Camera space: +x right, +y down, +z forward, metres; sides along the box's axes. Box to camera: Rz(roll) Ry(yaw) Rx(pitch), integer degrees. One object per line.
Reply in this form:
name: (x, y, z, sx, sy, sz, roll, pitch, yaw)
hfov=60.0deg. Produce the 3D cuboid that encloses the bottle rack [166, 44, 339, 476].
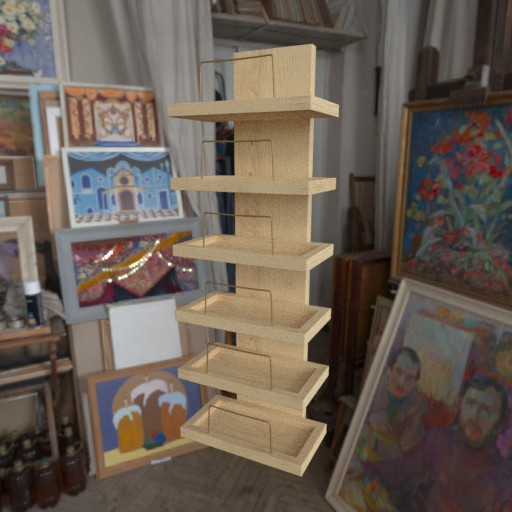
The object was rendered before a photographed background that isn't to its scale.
bottle rack: (0.000, 0.000, 1.052, 0.330, 0.943, 0.206, 6, 14, 26)
